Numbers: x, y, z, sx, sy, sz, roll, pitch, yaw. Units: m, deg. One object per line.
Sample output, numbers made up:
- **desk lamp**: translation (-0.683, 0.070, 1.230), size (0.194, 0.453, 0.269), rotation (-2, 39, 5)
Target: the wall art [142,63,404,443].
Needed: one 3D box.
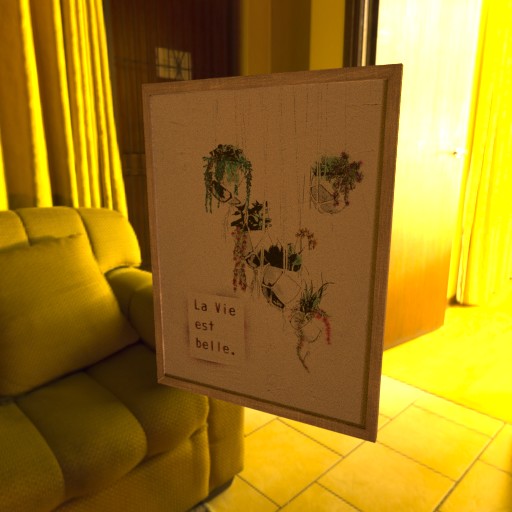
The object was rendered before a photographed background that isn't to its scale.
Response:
- **wall art**: translation (0.000, 0.000, 1.341), size (0.781, 1.022, 0.035), rotation (6, 15, 25)
